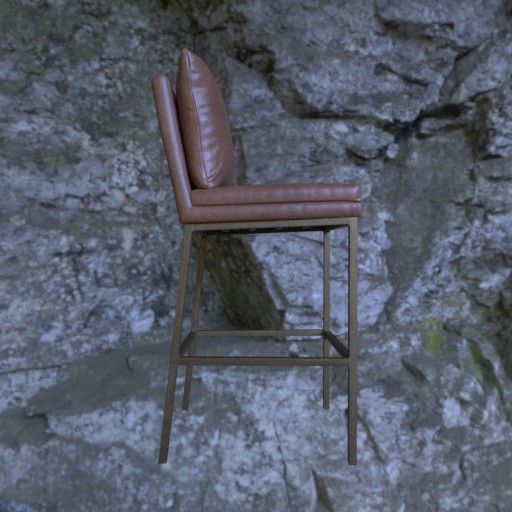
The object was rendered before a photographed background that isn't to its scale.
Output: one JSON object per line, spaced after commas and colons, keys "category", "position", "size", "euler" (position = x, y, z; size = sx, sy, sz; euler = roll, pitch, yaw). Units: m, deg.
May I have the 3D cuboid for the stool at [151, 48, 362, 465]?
{"category": "stool", "position": [0.000, 0.000, 1.410], "size": [0.571, 1.124, 0.463], "euler": [0, 1, 0]}
